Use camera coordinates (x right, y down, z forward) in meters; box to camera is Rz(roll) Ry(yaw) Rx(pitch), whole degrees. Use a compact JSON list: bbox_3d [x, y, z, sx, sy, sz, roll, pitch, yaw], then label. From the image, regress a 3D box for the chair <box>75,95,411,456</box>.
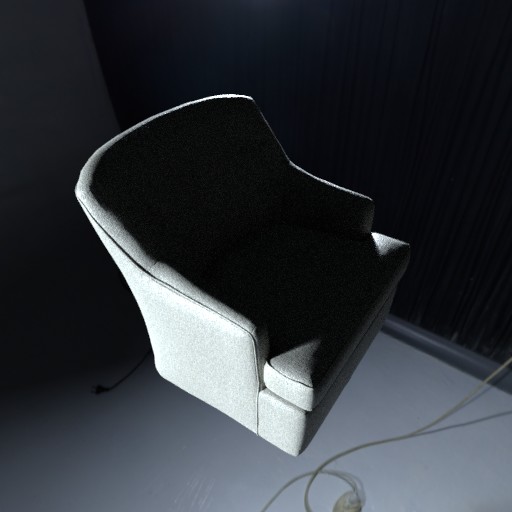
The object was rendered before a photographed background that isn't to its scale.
[{"bbox_3d":[0.000,0.000,1.612,0.923,0.856,0.864,24,45,26],"label":"chair"}]
